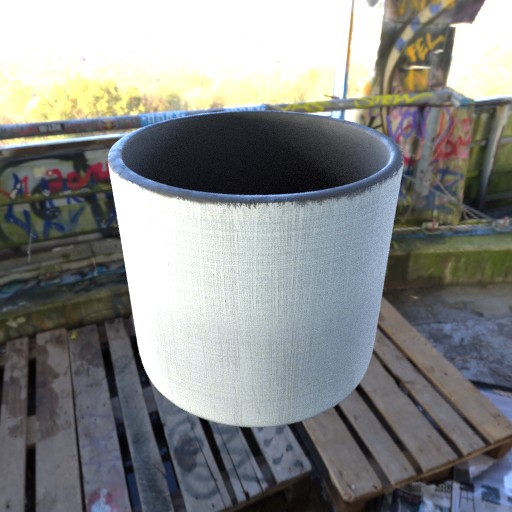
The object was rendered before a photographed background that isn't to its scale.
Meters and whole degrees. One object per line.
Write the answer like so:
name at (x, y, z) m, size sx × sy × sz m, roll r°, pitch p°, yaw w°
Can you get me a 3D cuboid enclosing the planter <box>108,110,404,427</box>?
planter at (0.000, 0.000, 0.387) m, size 0.221 × 0.201 × 0.221 m, roll 0°, pitch 31°, yaw 0°
